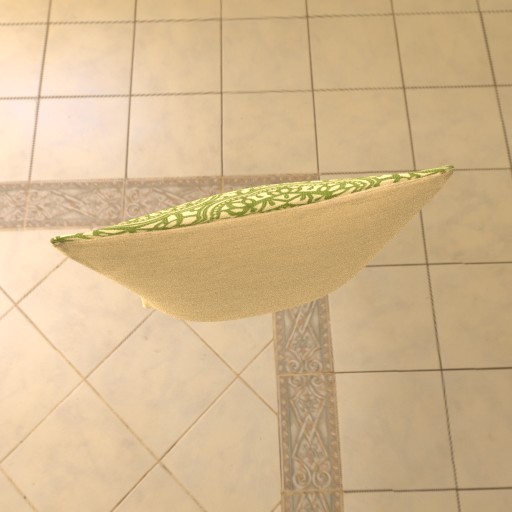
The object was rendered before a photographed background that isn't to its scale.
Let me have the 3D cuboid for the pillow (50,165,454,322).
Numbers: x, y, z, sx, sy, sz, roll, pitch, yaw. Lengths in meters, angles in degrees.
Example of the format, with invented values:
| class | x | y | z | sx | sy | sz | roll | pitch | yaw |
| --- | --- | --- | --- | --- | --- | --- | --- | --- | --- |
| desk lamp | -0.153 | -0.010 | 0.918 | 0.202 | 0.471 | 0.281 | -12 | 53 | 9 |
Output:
| class | x | y | z | sx | sy | sz | roll | pitch | yaw |
| --- | --- | --- | --- | --- | --- | --- | --- | --- | --- |
| pillow | 0.000 | 0.000 | 0.664 | 0.440 | 0.419 | 0.162 | -11 | 76 | -3 |
